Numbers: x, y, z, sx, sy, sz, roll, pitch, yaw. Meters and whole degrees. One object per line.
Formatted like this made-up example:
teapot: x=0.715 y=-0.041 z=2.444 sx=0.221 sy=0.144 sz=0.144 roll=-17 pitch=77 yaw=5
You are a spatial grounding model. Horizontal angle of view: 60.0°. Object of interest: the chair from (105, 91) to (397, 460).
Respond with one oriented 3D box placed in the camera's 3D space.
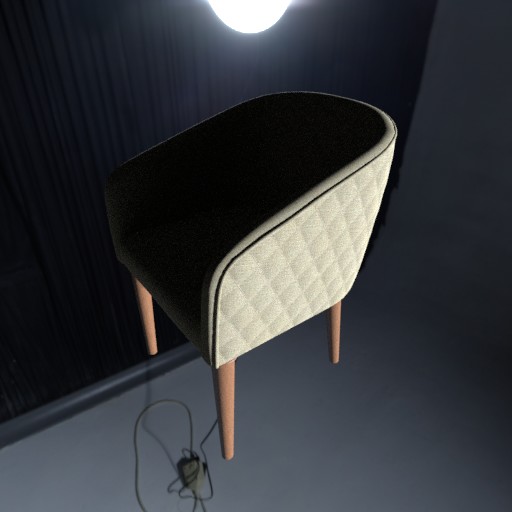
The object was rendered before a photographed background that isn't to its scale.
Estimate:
chair: x=0.000 y=0.000 z=1.223 sx=0.616 sy=0.775 sz=0.584 roll=-20 pitch=36 yaw=-30
